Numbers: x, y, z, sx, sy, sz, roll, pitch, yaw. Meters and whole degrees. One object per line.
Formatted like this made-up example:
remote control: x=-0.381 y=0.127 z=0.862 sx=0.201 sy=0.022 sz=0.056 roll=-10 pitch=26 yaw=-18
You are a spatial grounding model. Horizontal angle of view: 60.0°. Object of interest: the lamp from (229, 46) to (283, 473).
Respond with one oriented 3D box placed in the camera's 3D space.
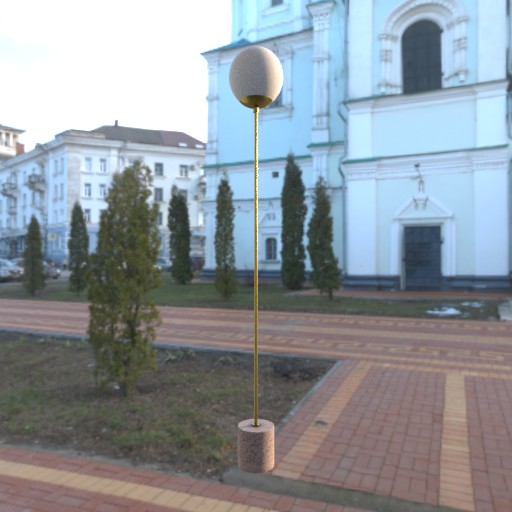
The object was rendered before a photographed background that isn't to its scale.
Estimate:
lamp: x=0.000 y=0.000 z=1.864 sx=0.229 sy=1.748 sz=0.229 roll=0 pitch=-1 yaw=37
